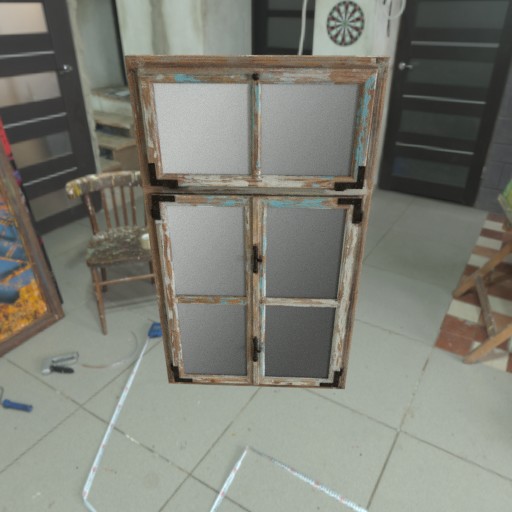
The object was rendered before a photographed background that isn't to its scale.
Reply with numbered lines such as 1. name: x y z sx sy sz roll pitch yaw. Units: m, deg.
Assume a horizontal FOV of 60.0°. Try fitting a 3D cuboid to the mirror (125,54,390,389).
1. mirror: 0.000 0.000 1.473 0.707 1.213 0.083 1 30 2
